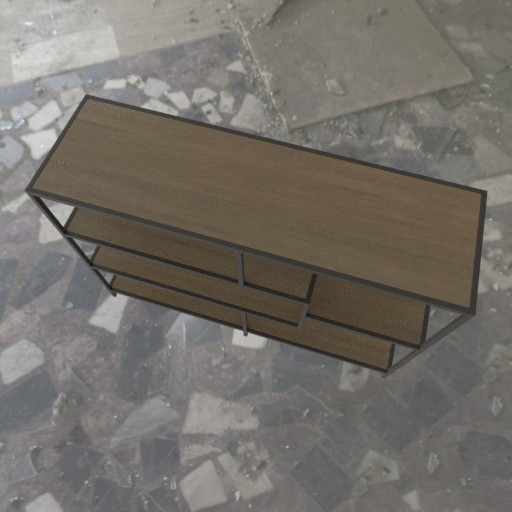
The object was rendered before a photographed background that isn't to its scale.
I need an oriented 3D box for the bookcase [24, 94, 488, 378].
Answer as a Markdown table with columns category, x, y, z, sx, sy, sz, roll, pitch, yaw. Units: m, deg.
| category | x | y | z | sx | sy | sz | roll | pitch | yaw |
| --- | --- | --- | --- | --- | --- | --- | --- | --- | --- |
| bookcase | 0.000 | 0.000 | 1.491 | 1.140 | 0.780 | 0.350 | 15 | 65 | 7 |
